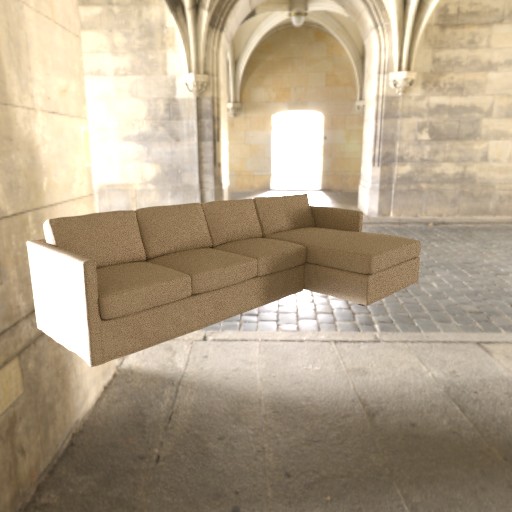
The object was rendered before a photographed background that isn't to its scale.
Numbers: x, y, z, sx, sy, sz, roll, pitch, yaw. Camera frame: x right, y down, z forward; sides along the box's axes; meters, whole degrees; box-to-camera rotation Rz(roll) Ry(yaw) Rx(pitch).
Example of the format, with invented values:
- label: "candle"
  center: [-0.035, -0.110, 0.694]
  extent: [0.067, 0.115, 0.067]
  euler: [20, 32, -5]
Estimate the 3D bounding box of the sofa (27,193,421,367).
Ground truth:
- label: "sofa"
  center: [0.000, 0.000, 3.871]
  extent: [1.622, 0.871, 3.206]
  euler: [13, 18, 42]
